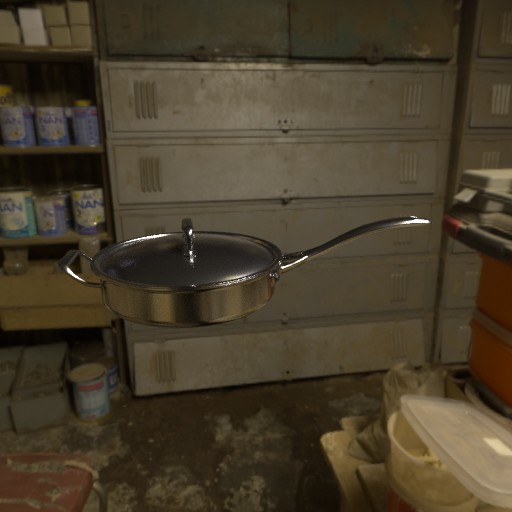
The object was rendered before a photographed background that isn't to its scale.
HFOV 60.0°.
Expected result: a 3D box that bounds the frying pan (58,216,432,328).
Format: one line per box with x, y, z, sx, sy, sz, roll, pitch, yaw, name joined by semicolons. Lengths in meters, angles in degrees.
0.000;0.000;0.681;0.561;0.114;0.280;-3;17;-8;frying pan
